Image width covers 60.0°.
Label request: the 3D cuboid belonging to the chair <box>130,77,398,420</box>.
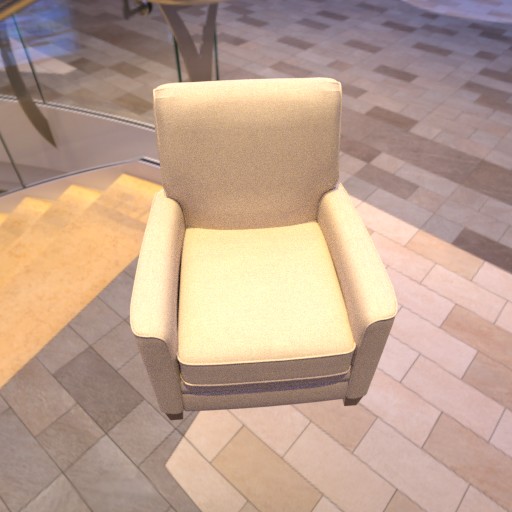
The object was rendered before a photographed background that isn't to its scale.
[{"bbox_3d":[0.000,0.000,1.664,0.841,1.023,0.858,-4,46,-4],"label":"chair"}]
